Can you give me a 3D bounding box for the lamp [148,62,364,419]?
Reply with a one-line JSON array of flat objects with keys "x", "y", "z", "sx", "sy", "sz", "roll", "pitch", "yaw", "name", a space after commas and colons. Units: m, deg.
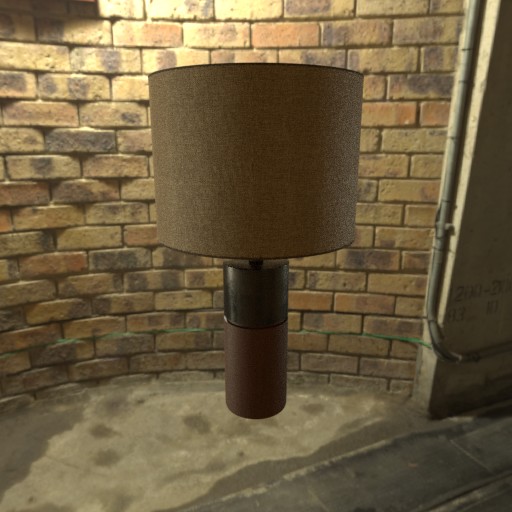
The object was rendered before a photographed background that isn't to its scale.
[{"x": 0.000, "y": 0.000, "z": 0.470, "sx": 0.202, "sy": 0.350, "sz": 0.202, "roll": 0, "pitch": 15, "yaw": 0, "name": "lamp"}]
